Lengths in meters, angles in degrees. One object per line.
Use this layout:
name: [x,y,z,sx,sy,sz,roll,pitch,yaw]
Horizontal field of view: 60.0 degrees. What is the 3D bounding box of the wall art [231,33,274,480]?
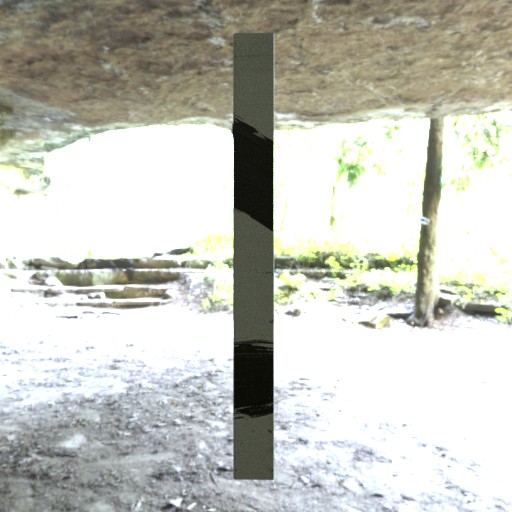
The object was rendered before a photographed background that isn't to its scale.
wall art: [0.000,0.000,0.753,0.050,0.508,0.507,0,0,1]
